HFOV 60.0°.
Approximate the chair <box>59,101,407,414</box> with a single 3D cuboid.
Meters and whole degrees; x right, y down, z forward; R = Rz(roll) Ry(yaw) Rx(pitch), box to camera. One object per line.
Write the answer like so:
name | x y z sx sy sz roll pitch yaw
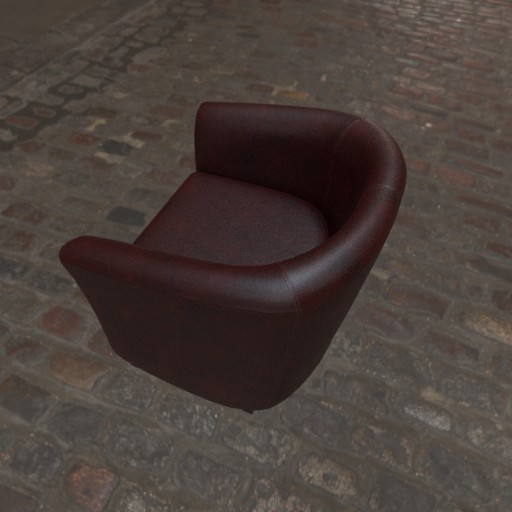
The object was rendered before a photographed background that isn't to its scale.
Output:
chair | 0.000 0.000 1.376 0.727 0.756 0.792 17 51 15
